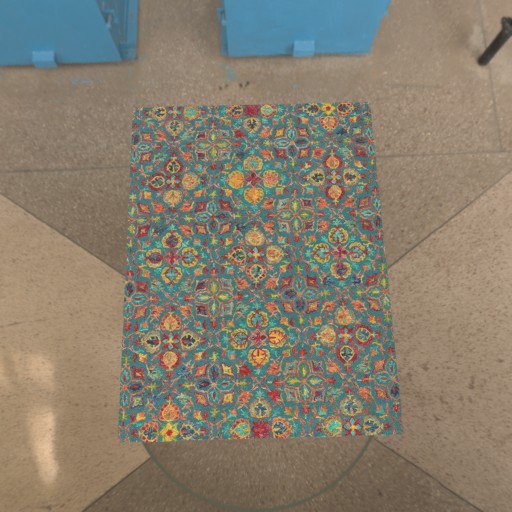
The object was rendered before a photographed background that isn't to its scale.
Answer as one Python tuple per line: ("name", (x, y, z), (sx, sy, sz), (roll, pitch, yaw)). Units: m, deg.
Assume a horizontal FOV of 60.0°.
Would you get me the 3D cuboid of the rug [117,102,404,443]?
("rug", (0.000, 0.000, 4.154), (2.434, 0.025, 3.204), (-2, 76, 0))
